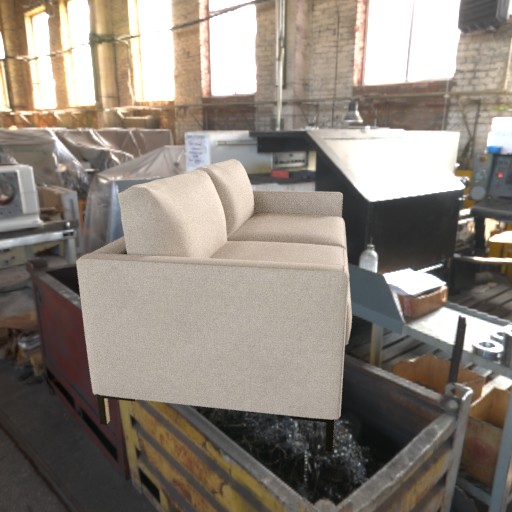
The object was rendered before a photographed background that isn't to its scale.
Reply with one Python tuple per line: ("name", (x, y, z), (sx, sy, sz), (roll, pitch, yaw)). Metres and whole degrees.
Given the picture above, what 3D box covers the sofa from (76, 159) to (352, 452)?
("sofa", (0.000, 0.000, 2.155), (0.875, 0.840, 1.682), (3, 16, 10))
